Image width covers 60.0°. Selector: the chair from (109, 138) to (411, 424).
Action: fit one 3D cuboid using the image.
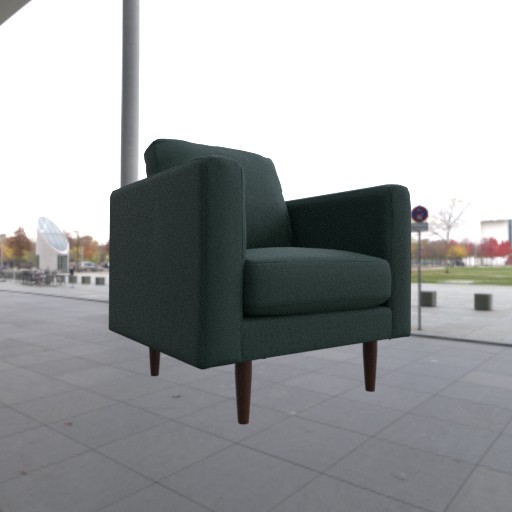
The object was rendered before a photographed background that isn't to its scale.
[{"bbox_3d":[0.000,0.000,1.630,0.855,0.927,0.800,1,-1,-35],"label":"chair"}]
